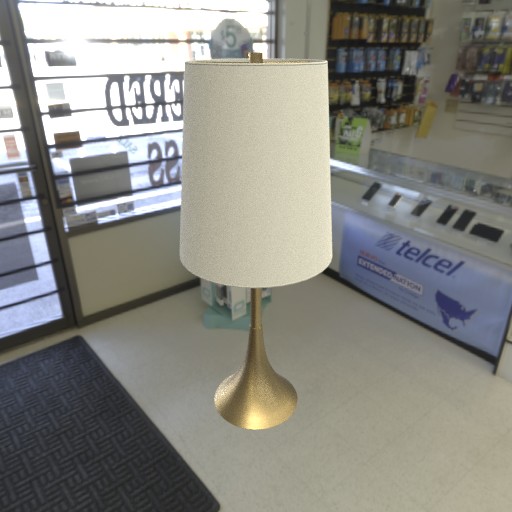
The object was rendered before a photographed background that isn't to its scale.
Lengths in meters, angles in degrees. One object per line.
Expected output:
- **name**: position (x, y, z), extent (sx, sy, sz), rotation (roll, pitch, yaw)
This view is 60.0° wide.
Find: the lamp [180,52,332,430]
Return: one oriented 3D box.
- **lamp**: position (0.000, 0.000, 0.682), extent (0.231, 0.569, 0.231), rotation (0, 26, 0)
